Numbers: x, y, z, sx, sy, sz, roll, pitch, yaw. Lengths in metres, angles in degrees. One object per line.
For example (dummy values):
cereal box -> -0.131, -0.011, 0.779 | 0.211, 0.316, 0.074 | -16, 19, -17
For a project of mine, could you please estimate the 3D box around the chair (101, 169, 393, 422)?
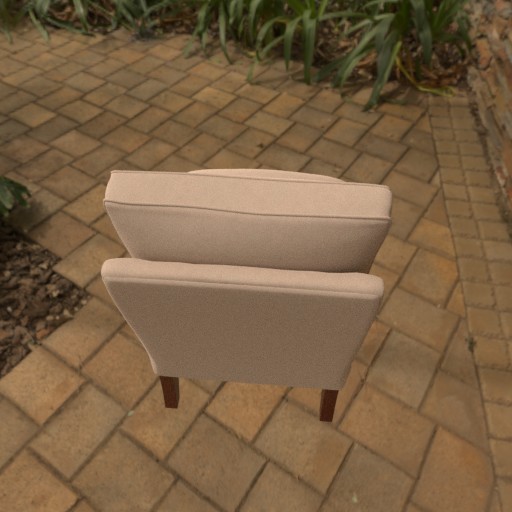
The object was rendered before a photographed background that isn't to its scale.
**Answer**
chair -> 0.000, 0.000, 1.628 | 0.724, 1.052, 0.912 | 4, 46, 4
